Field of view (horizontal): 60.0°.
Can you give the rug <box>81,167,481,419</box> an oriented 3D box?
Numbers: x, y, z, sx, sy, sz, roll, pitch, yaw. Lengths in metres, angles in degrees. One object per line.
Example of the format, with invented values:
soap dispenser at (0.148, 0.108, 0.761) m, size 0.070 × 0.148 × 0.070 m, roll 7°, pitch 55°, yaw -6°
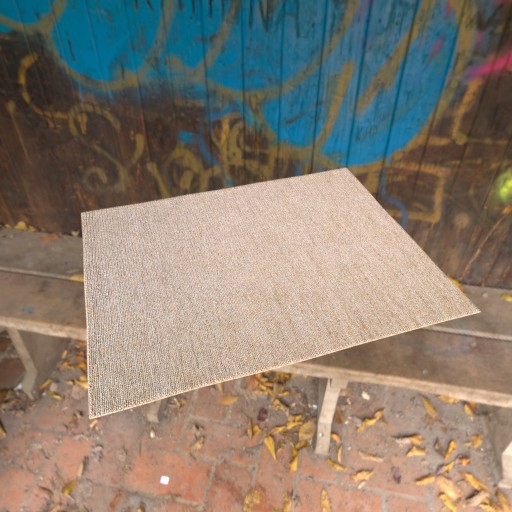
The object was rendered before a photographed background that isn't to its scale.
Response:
rug at (0.000, 0.000, 4.080) m, size 3.034 × 0.012 × 2.406 m, roll -12°, pitch 42°, yaw -13°
